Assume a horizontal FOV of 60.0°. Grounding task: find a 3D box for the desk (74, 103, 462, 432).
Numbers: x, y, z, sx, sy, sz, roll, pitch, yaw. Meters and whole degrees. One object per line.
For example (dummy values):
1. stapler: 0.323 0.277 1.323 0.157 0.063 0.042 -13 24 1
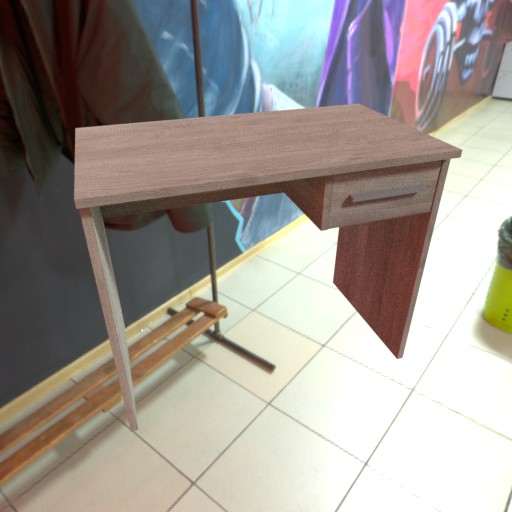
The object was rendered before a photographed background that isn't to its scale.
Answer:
1. desk: 0.000 0.000 1.348 0.893 0.724 0.498 -10 33 -16
